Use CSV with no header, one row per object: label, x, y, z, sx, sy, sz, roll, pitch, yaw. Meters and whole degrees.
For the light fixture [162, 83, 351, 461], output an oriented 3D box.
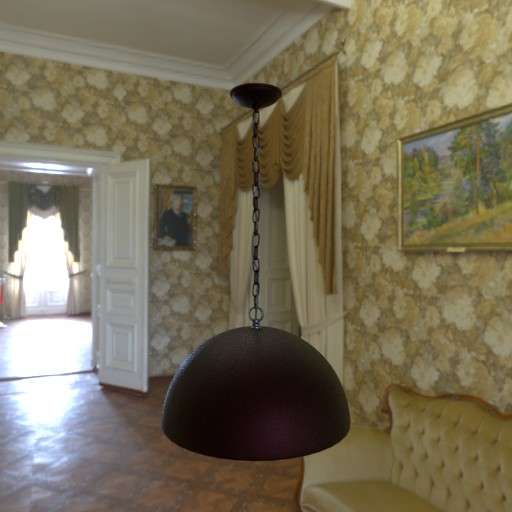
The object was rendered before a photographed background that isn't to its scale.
light fixture,0.000,0.000,1.180,0.492,0.869,0.492,0,0,19
